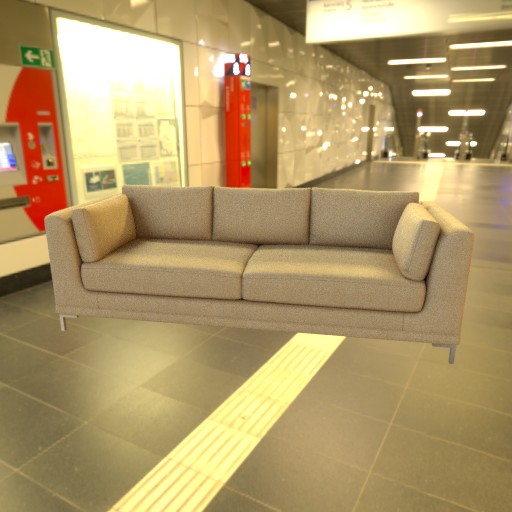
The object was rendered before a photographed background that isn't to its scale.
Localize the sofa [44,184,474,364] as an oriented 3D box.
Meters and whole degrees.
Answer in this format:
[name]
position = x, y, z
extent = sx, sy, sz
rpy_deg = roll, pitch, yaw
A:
[sofa]
position = 0.000, 0.000, 2.958
extent = 2.415, 0.867, 0.969
rpy_deg = 3, 17, 10
